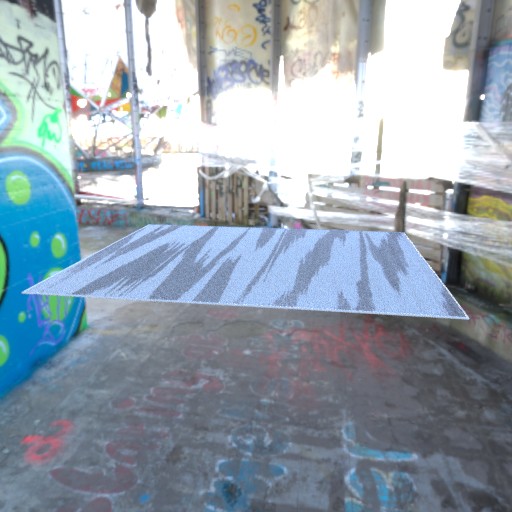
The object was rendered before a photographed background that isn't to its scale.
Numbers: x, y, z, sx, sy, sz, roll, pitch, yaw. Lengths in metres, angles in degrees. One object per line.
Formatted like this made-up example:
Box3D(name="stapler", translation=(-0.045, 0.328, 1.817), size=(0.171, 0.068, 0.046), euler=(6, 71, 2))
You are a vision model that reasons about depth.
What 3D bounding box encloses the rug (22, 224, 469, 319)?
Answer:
Box3D(name="rug", translation=(0.000, 0.000, 3.976), size=(2.945, 0.014, 2.353), euler=(2, 16, 8))
